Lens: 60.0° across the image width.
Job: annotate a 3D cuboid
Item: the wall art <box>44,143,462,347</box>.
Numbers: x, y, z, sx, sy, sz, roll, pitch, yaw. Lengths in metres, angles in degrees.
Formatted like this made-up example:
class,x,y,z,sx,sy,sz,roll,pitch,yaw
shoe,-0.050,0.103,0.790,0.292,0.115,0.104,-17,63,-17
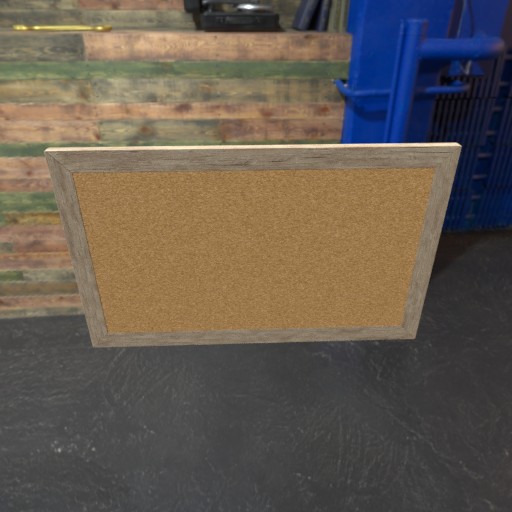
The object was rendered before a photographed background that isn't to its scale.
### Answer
class,x,y,z,sx,sy,sz,roll,pitch,yaw
wall art,0.000,0.000,0.958,0.780,0.480,0.021,-1,31,-2
